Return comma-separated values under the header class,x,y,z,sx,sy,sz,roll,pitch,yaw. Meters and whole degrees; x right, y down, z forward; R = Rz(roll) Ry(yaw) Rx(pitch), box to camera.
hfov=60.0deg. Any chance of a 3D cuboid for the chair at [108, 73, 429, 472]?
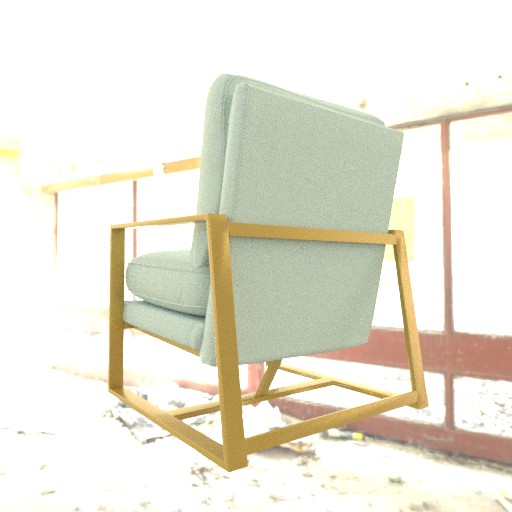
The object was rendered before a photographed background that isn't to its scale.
class,x,y,z,sx,sy,sz,roll,pitch,yaw
chair,0.000,0.000,1.508,0.758,0.956,0.813,1,-2,-37
